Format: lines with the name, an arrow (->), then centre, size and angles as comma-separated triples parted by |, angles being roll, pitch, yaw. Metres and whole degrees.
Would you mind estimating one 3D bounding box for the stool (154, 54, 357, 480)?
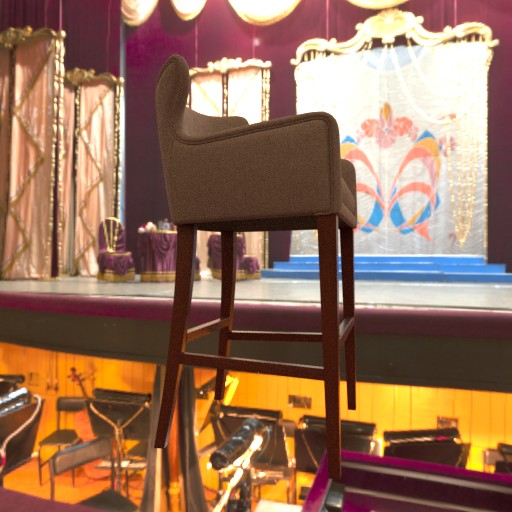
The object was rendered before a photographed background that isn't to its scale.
stool -> 0.000, 0.000, 1.365 | 0.575, 1.047, 0.575 | 0, 0, 17
